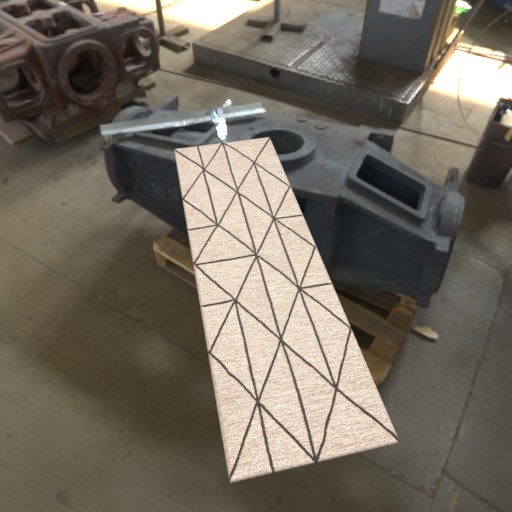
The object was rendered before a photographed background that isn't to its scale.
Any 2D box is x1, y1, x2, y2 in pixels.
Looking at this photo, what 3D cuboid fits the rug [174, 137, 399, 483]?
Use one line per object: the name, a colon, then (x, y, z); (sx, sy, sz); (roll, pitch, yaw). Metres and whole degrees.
rug: (0.000, 0.000, 2.695); (0.762, 0.012, 2.438); (-9, 49, -8)
